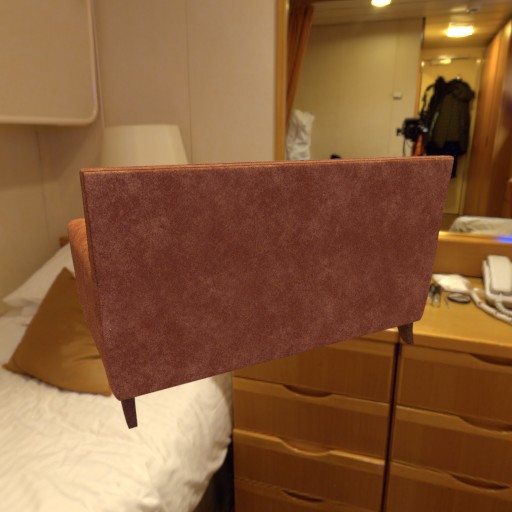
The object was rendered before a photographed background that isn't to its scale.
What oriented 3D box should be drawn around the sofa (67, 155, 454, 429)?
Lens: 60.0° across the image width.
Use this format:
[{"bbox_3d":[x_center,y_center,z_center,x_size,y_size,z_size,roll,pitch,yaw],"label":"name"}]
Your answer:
[{"bbox_3d":[0.000,0.000,1.967,1.473,0.871,0.787,-8,18,-27],"label":"sofa"}]
